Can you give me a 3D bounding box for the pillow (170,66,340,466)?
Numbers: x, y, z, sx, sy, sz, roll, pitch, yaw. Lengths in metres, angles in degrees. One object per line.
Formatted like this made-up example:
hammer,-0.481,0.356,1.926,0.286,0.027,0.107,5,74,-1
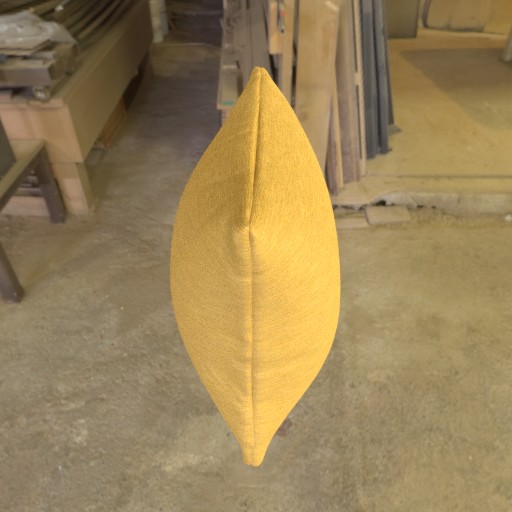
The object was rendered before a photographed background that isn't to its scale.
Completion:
pillow,0.000,0.000,0.655,0.247,0.417,0.435,1,40,1
